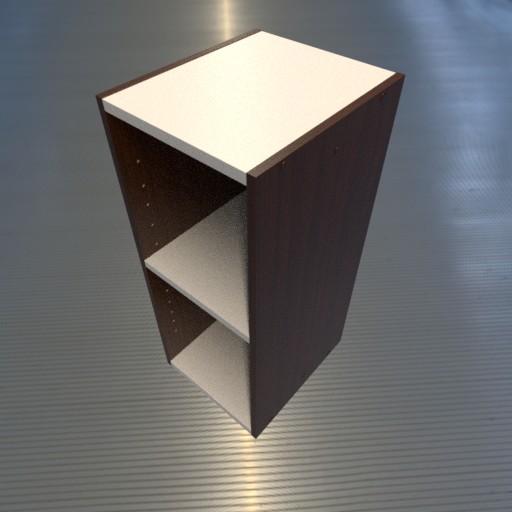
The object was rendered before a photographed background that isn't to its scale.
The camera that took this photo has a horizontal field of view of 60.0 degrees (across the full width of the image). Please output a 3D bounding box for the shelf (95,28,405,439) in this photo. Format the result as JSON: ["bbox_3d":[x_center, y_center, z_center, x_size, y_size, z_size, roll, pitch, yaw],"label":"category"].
[{"bbox_3d":[0.000,0.000,0.756,0.253,0.600,0.290,32,54,27],"label":"shelf"}]
